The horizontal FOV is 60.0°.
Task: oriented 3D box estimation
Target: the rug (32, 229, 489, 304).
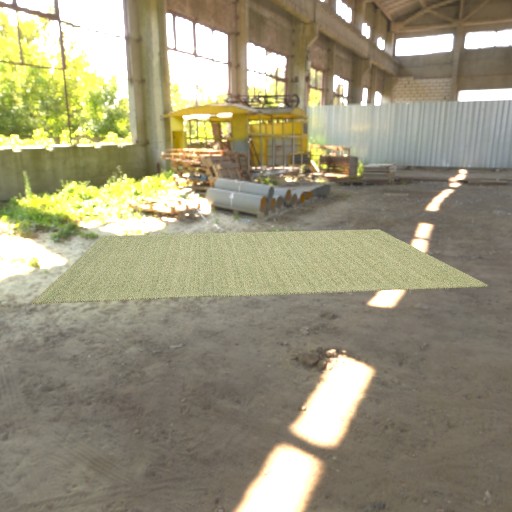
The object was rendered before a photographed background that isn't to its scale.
[{"bbox_3d":[0.000,0.000,2.230,1.747,0.006,1.143,-2,15,-6],"label":"rug"}]
